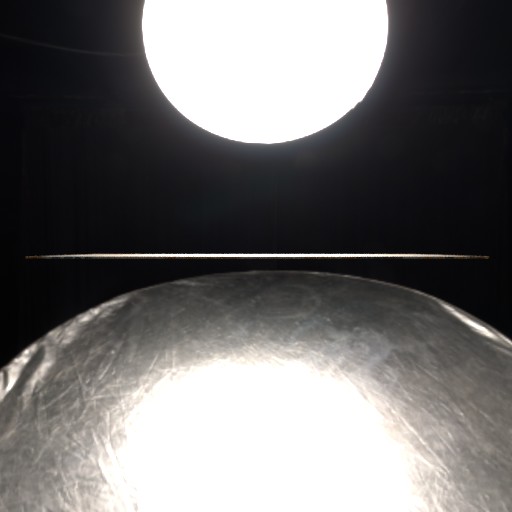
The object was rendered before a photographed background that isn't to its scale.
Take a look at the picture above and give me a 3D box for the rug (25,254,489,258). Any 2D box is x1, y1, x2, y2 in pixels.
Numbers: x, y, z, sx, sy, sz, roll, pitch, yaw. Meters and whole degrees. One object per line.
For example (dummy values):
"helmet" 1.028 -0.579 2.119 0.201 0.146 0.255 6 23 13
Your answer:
"rug" 0.000 0.000 2.695 2.437 0.010 0.783 0 1 0
